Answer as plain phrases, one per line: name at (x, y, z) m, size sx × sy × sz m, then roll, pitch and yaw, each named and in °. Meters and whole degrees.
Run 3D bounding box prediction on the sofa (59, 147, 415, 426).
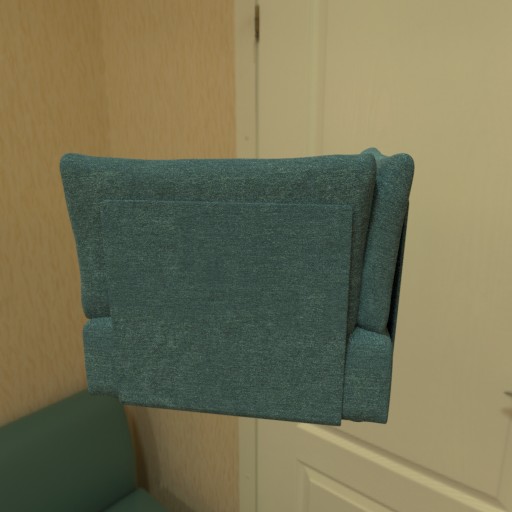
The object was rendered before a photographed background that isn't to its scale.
sofa at (0.000, 0.000, 1.738) m, size 1.000 × 0.820 × 1.000 m, roll 2°, pitch 15°, yaw 9°
